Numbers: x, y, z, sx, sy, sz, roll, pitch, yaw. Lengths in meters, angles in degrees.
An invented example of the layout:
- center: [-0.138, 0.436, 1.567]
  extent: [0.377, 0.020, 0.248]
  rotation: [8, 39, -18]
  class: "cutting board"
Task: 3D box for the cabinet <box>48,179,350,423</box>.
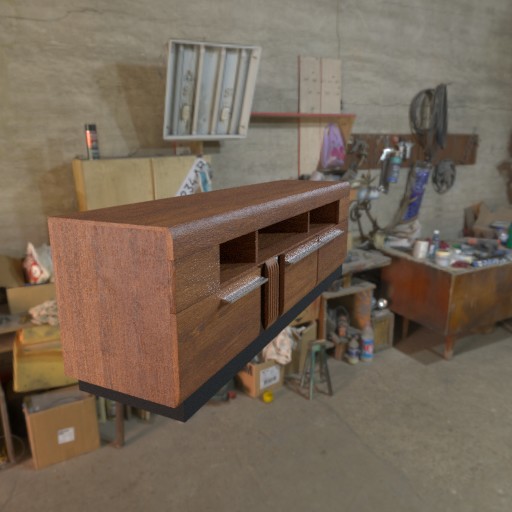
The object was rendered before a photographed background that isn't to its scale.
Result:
- center: [0.000, 0.000, 1.809]
  extent: [0.419, 0.510, 1.600]
  rotation: [6, 15, 25]
  class: "cabinet"
